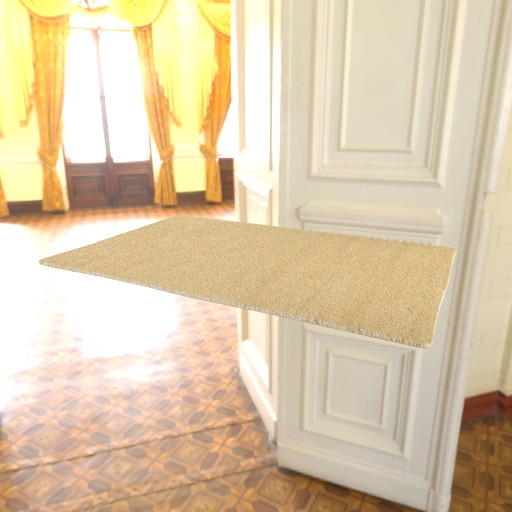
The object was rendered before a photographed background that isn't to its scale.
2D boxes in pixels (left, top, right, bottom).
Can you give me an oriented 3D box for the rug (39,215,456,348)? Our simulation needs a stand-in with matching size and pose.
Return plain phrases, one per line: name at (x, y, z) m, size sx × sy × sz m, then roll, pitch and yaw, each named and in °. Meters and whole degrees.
rug at (0.000, 0.000, 2.932) m, size 2.349 × 0.026 × 1.500 m, roll 9°, pitch 20°, yaw 26°
